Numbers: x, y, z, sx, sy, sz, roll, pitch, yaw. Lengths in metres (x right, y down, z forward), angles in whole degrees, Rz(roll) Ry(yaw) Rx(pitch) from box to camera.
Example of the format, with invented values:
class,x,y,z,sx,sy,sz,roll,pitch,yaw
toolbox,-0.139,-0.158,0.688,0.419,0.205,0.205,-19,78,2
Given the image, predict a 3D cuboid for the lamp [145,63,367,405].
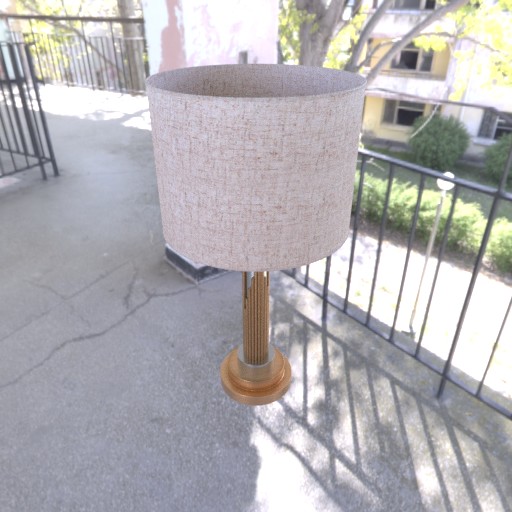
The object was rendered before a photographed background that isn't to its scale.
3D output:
class,x,y,z,sx,sy,sz,roll,pitch,yaw
lamp,0.000,0.000,0.808,0.321,0.610,0.321,-22,37,-33
